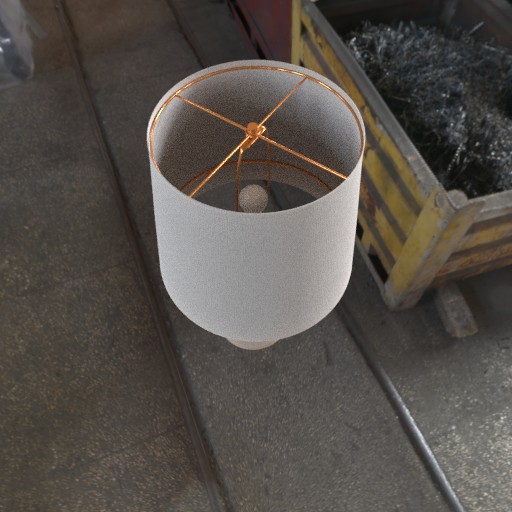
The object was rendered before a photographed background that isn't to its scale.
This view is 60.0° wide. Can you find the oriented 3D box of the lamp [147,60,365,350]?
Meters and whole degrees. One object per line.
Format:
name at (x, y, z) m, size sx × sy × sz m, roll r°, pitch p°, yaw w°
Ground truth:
lamp at (0.000, 0.000, 0.449) m, size 0.189 × 0.340 × 0.189 m, roll 0°, pitch 59°, yaw 0°
